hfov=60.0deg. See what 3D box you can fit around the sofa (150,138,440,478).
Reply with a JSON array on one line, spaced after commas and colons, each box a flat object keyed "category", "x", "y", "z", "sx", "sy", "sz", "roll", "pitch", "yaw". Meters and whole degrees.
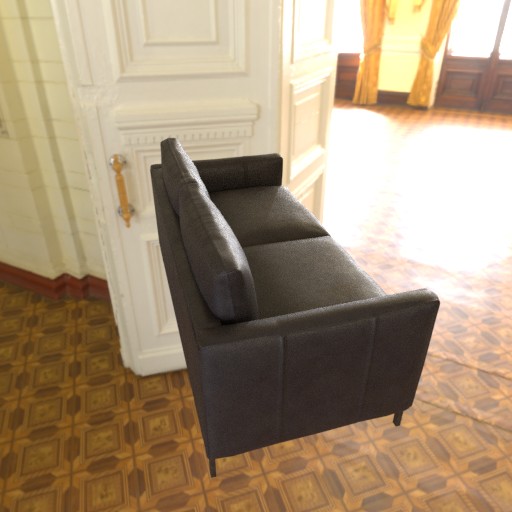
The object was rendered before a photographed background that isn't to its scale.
[{"category": "sofa", "x": 0.000, "y": 0.000, "z": 2.285, "sx": 0.947, "sy": 0.883, "sz": 1.805, "roll": -10, "pitch": 32, "yaw": -16}]
